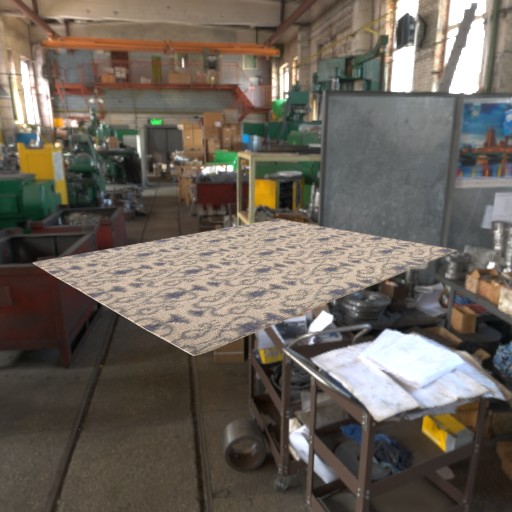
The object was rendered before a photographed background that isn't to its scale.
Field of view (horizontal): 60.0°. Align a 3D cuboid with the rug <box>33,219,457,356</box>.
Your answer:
[{"bbox_3d":[0.000,0.000,4.169,3.205,0.015,2.437,-14,20,-42],"label":"rug"}]
